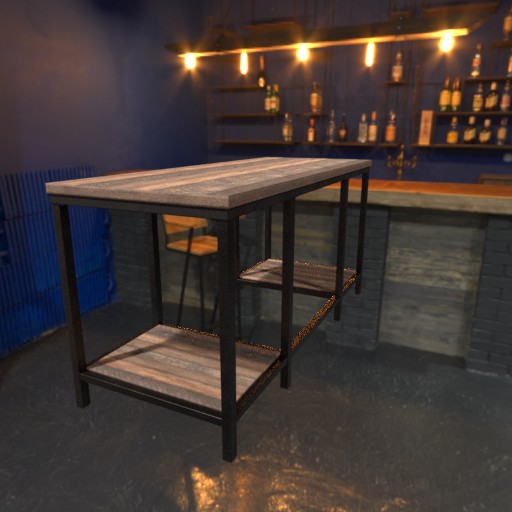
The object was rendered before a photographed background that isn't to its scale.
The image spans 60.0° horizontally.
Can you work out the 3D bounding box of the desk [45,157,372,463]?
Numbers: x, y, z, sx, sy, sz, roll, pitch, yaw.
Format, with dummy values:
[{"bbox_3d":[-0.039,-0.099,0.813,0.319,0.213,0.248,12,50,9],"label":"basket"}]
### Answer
[{"bbox_3d":[0.000,0.000,1.933,0.617,0.753,1.538,8,17,25],"label":"desk"}]
